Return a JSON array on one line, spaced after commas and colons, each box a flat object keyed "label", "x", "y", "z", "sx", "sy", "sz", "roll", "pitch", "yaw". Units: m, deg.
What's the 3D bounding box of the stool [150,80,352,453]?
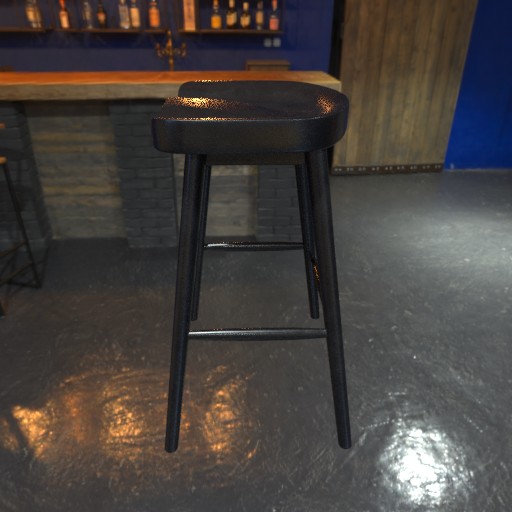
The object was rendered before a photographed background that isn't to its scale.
[{"label": "stool", "x": 0.000, "y": 0.000, "z": 0.891, "sx": 0.361, "sy": 0.615, "sz": 0.440, "roll": -1, "pitch": 28, "yaw": -1}]
